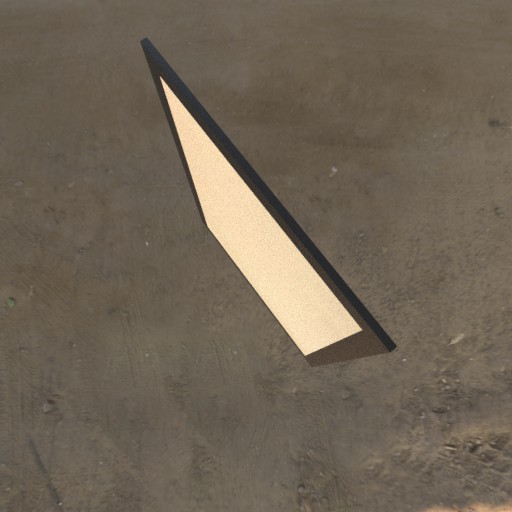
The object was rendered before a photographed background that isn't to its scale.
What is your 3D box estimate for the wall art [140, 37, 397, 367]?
[{"bbox_3d":[0.000,0.000,0.658,0.008,0.530,0.379,-36,78,-9],"label":"wall art"}]
